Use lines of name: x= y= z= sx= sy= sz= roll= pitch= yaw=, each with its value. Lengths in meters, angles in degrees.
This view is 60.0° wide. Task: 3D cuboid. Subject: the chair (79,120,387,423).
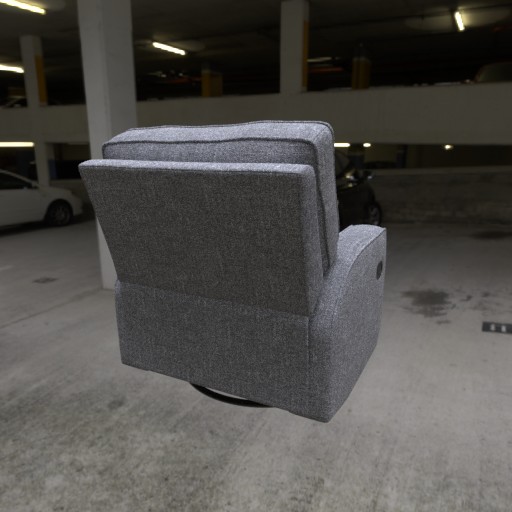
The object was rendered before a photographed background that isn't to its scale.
chair: x=0.000 y=0.000 z=1.694 sx=0.861 sy=0.962 sz=0.964 roll=7 pitch=16 yaw=26
